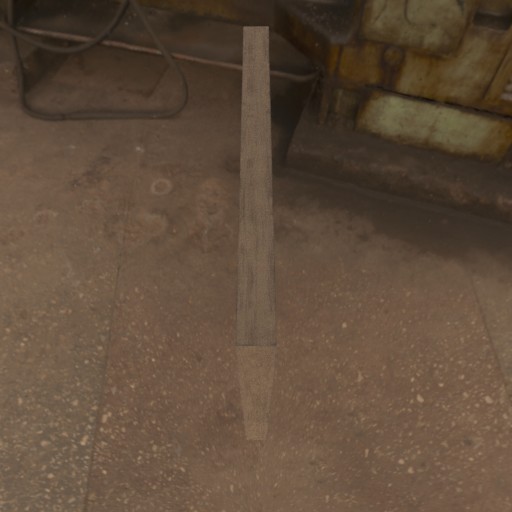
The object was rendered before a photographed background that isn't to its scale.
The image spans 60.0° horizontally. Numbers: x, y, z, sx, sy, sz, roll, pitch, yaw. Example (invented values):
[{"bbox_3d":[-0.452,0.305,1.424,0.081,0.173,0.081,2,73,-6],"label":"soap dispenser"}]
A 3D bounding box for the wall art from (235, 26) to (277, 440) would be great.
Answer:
[{"bbox_3d":[0.000,0.000,0.758,0.038,0.508,0.508,0,58,0],"label":"wall art"}]
